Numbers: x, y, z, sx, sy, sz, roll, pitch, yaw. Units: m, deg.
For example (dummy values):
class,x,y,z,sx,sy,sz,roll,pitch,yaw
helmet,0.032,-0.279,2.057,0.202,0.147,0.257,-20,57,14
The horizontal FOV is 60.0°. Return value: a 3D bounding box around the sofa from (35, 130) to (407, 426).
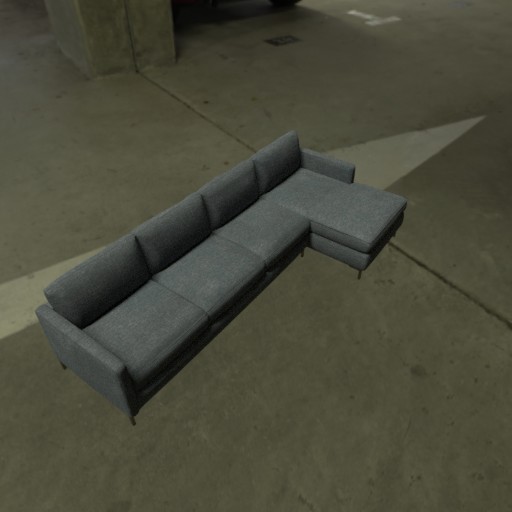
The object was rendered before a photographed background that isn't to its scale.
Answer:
class,x,y,z,sx,sy,sz,roll,pitch,yaw
sofa,0.000,0.000,3.473,1.350,0.810,2.932,26,47,27
